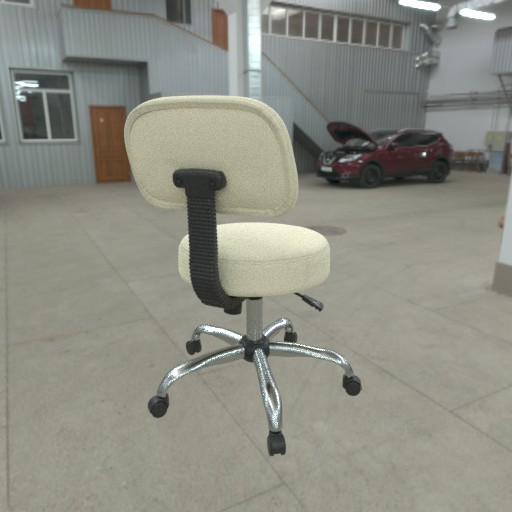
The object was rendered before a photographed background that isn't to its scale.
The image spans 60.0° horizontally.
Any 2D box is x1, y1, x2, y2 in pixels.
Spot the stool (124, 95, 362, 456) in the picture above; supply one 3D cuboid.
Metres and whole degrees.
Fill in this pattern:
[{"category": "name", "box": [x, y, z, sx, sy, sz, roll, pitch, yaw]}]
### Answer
[{"category": "stool", "box": [0.000, 0.000, 1.241, 0.609, 0.810, 0.616, 8, 18, 25]}]
